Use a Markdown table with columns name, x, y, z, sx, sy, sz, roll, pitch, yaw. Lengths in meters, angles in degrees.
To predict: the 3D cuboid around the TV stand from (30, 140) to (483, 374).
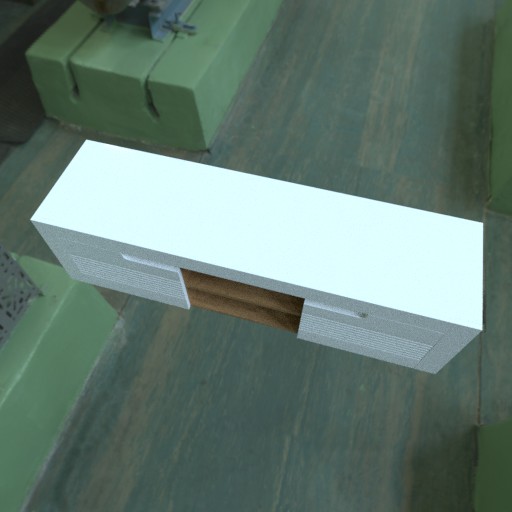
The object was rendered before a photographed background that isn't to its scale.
| name | x | y | z | sx | sy | sz | roll | pitch | yaw |
| --- | --- | --- | --- | --- | --- | --- | --- | --- | --- |
| TV stand | 0.000 | 0.000 | 1.707 | 1.500 | 0.440 | 0.410 | 13 | 58 | 8 |
